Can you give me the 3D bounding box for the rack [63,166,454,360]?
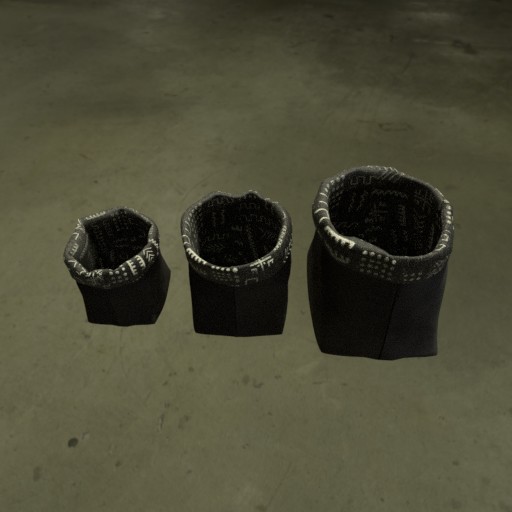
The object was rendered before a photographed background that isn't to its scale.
[{"bbox_3d":[0.000,0.000,1.080,0.905,0.323,0.379,1,42,1],"label":"rack"}]
